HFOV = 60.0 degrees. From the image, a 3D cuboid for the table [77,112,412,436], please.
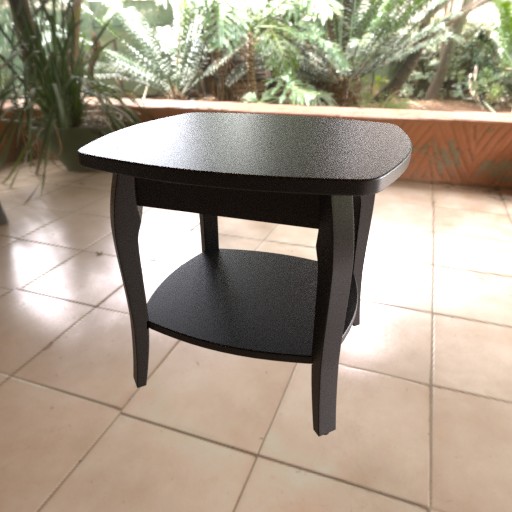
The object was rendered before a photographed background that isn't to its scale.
[{"bbox_3d":[0.000,0.000,0.856,0.508,0.457,0.457,9,28,17],"label":"table"}]
